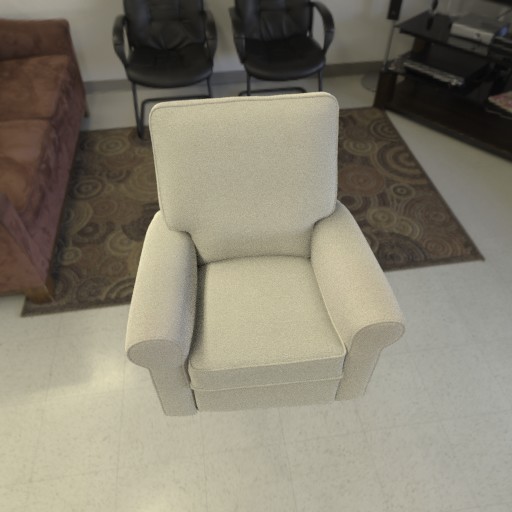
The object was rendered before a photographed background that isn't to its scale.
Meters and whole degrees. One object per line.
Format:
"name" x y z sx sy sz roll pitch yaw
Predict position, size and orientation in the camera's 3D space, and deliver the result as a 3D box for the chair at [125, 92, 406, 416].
"chair" 0.000 0.000 1.681 0.890 0.960 0.878 -4 47 -4
